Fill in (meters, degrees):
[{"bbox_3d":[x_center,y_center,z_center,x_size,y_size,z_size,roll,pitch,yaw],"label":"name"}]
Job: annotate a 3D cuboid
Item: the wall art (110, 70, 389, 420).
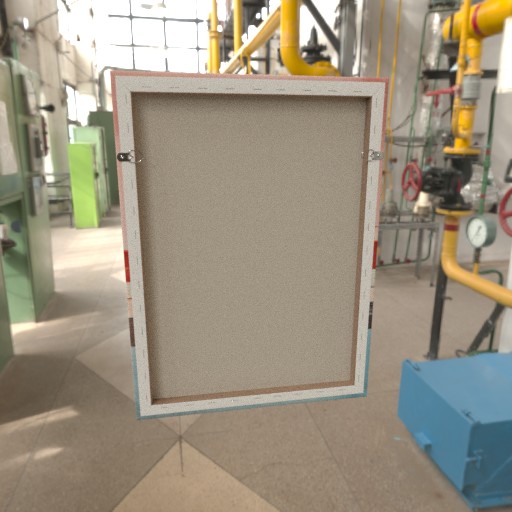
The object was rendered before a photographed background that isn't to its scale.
[{"bbox_3d":[0.000,0.000,1.333,0.761,1.016,0.039,-3,15,-10],"label":"wall art"}]
